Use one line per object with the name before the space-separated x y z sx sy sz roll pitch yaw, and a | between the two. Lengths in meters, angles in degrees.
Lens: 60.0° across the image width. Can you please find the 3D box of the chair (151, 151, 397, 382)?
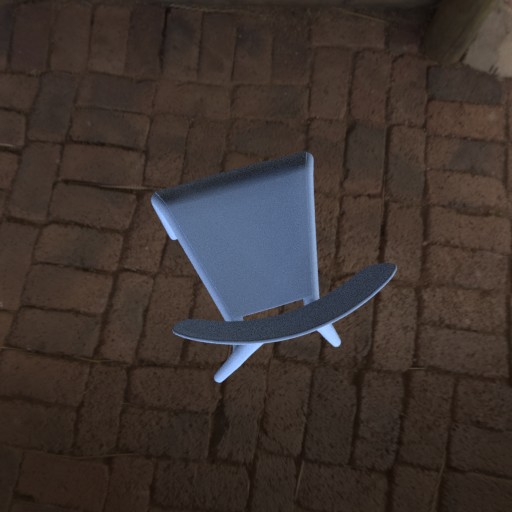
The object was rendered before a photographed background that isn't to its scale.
chair | 0.000 0.000 0.842 0.356 0.580 0.401 -16 75 -4
